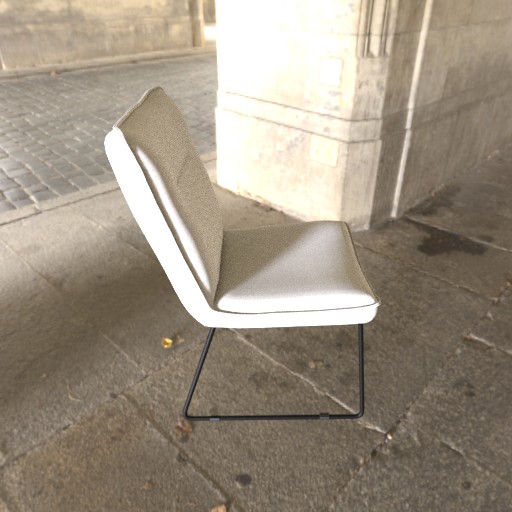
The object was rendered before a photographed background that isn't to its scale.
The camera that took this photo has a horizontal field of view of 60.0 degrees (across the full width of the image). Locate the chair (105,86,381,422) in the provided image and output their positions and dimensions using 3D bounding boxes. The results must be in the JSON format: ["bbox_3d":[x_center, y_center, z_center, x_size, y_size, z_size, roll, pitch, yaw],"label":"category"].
[{"bbox_3d":[0.000,0.000,1.391,0.688,0.930,0.515,-1,32,-1],"label":"chair"}]
